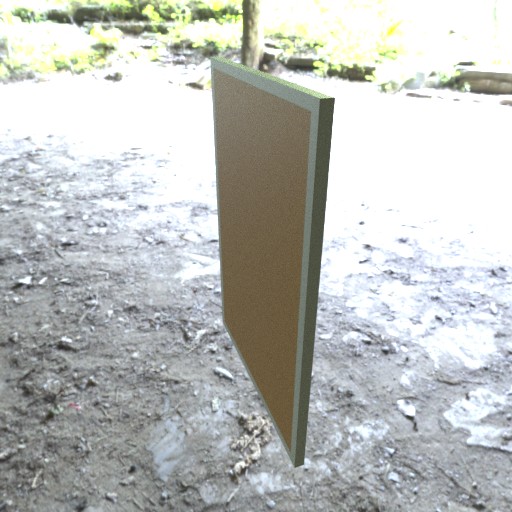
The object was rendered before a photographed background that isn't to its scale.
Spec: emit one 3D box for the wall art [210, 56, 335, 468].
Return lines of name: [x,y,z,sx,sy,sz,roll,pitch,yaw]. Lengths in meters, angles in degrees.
wall art: [0.000,0.000,0.559,0.013,0.433,0.303,-11,32,-18]
